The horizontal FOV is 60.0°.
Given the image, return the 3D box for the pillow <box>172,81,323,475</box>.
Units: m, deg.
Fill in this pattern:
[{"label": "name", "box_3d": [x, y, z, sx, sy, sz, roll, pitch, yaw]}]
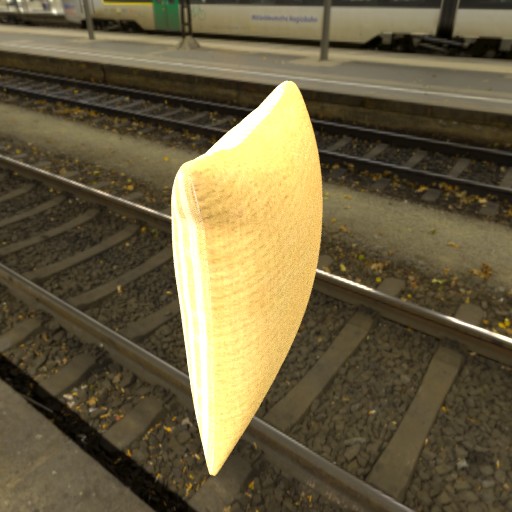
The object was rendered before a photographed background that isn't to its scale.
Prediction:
[{"label": "pillow", "box_3d": [0.000, 0.000, 0.628, 0.173, 0.407, 0.419, 8, 32, 13]}]
